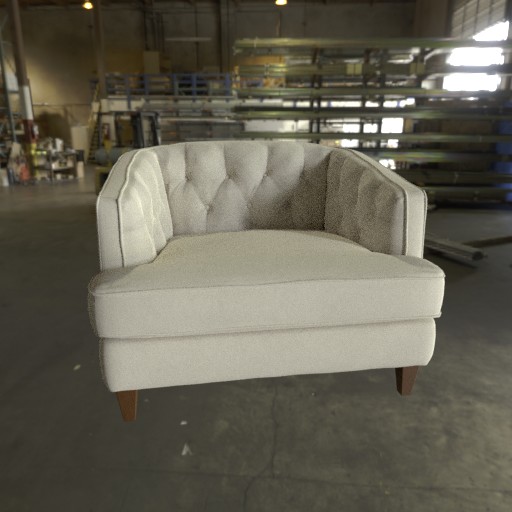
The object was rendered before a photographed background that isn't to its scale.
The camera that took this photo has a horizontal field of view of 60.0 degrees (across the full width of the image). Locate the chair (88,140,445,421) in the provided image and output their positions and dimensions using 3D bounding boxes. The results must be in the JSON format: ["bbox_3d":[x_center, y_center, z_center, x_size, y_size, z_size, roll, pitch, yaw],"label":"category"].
[{"bbox_3d":[0.000,0.000,1.724,1.104,0.852,0.941,-2,16,-8],"label":"chair"}]
